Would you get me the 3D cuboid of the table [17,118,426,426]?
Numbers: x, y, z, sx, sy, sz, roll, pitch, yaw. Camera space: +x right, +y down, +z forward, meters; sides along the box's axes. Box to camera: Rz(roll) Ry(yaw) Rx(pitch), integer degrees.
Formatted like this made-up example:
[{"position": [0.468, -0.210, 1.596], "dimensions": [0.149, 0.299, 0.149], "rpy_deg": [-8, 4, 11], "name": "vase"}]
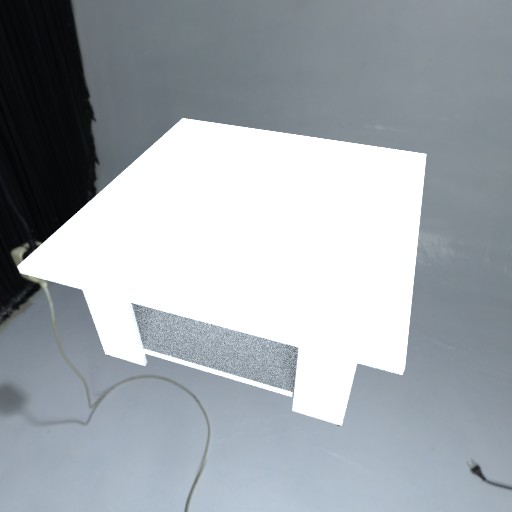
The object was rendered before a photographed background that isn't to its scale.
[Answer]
[{"position": [0.000, 0.000, 1.048], "dimensions": [0.670, 0.305, 0.670], "rpy_deg": [12, 42, 14], "name": "table"}]
